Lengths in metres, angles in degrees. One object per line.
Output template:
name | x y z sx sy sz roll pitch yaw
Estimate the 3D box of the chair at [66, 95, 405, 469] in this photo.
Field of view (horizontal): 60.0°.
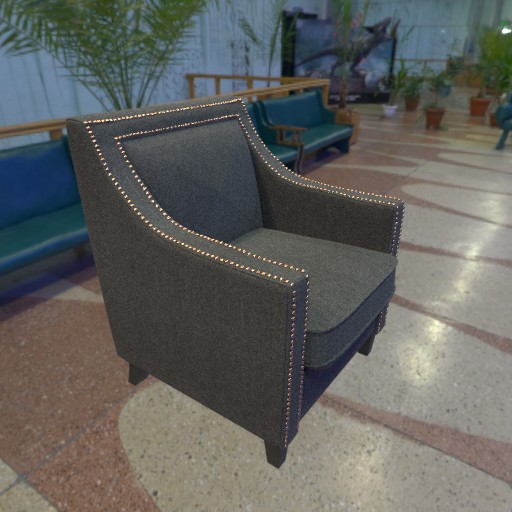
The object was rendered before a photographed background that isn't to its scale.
chair | 0.000 0.000 1.562 0.884 0.967 0.776 17 31 32
